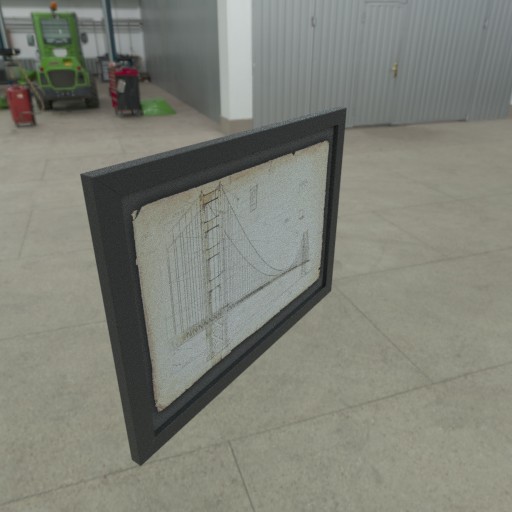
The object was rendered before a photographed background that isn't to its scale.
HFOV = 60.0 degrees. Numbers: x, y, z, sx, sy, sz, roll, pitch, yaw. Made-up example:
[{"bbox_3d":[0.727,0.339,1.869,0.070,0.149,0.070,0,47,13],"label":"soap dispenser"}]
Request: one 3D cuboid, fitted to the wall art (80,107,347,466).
[{"bbox_3d":[0.000,0.000,0.551,0.016,0.306,0.432,17,31,31],"label":"wall art"}]
